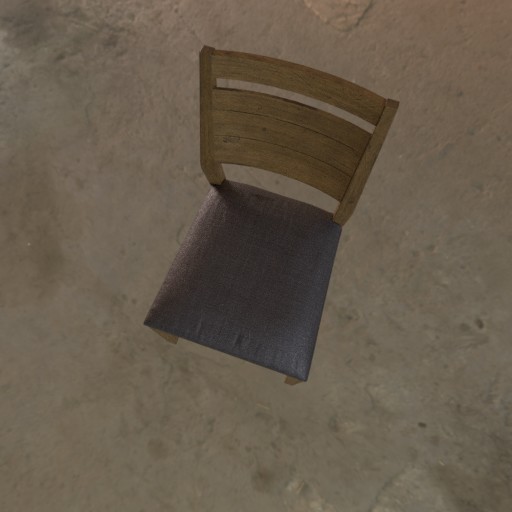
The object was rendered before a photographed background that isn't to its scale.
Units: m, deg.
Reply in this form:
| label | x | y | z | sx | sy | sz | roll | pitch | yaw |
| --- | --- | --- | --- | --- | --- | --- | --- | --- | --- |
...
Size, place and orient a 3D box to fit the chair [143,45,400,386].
| label | x | y | z | sx | sy | sz | roll | pitch | yaw |
| --- | --- | --- | --- | --- | --- | --- | --- | --- | --- |
| chair | 0.000 | 0.000 | 1.289 | 0.501 | 0.939 | 0.610 | 18 | 75 | 5 |
